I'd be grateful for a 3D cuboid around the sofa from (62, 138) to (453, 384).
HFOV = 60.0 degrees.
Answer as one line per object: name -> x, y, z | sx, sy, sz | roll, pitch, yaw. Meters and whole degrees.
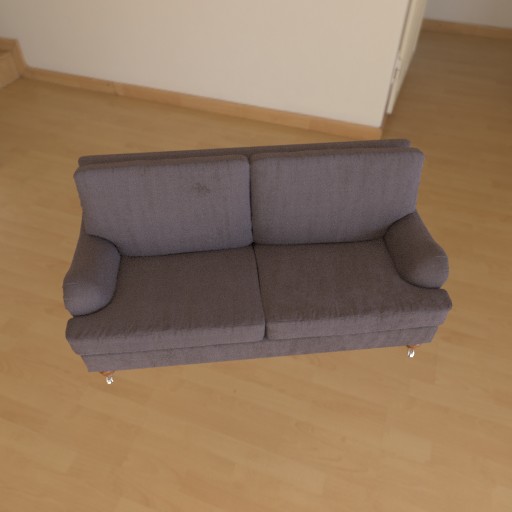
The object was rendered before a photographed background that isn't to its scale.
sofa -> 0.000, 0.000, 2.752 | 2.165, 1.087, 1.086 | -4, 47, -4
